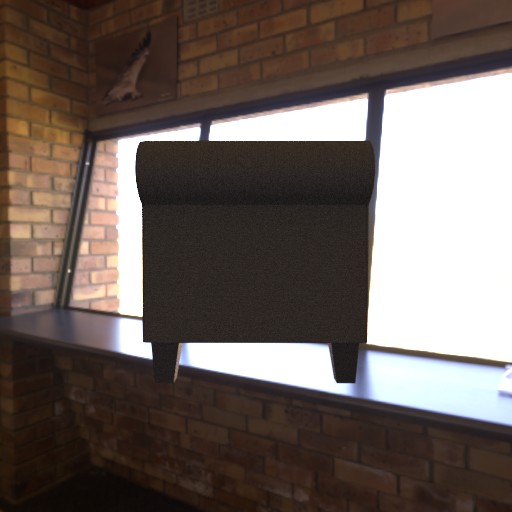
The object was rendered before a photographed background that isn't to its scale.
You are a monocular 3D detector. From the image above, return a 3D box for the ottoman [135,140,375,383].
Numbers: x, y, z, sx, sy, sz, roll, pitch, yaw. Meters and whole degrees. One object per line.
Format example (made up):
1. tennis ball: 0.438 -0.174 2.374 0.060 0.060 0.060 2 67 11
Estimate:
1. ottoman: 0.000 0.000 1.553 0.521 0.547 1.256 0 2 0
